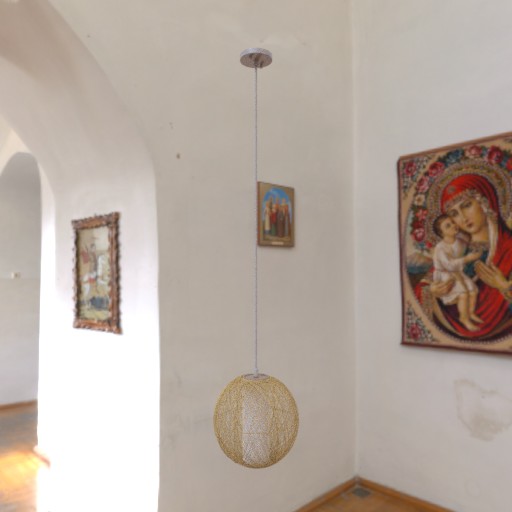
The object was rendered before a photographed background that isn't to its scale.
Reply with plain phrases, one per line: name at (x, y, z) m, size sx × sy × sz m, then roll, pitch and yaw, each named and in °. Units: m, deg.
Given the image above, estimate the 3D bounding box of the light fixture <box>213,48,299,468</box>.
light fixture at (0.000, 0.000, 2.134) m, size 0.406 × 1.955 × 0.407 m, roll 0°, pitch -2°, yaw 0°
